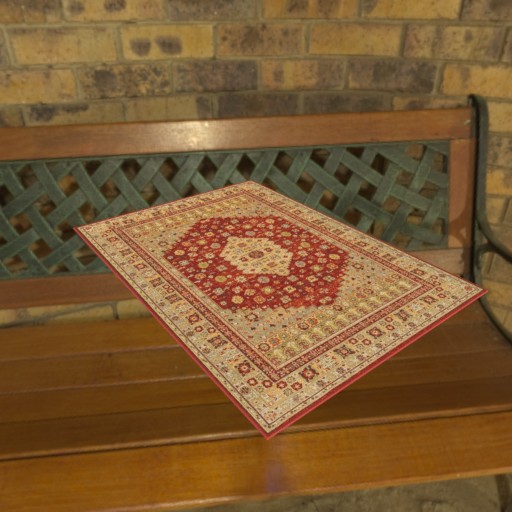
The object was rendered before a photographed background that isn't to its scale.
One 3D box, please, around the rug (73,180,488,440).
[{"bbox_3d":[0.000,0.000,2.830,1.593,0.013,2.211,-21,36,-32],"label":"rug"}]
